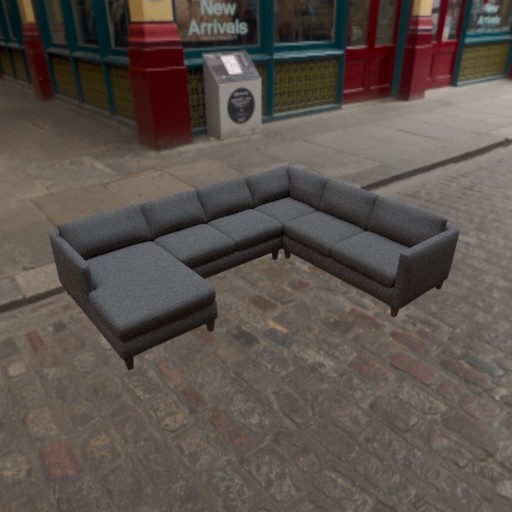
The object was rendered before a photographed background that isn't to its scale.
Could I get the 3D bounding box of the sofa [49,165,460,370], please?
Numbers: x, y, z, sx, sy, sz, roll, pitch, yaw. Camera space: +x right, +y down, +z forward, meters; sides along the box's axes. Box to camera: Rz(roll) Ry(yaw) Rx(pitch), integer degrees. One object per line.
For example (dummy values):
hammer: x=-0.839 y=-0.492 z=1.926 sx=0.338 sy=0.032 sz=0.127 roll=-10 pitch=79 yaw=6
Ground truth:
sofa: x=0.000 y=0.000 z=4.482 sx=3.238 sy=0.853 sz=2.551 roll=-21 pitch=35 yaw=-34
